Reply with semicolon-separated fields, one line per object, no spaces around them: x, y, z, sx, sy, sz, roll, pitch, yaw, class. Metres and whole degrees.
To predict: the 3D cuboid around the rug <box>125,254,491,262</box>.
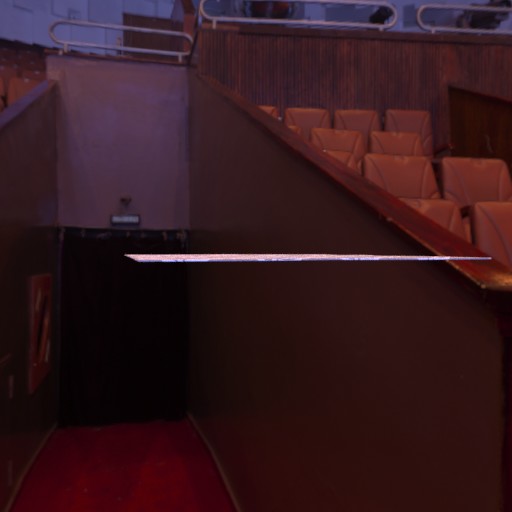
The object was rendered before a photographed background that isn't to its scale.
0.000;0.000;4.406;2.441;0.020;3.419;0;1;-18;rug
